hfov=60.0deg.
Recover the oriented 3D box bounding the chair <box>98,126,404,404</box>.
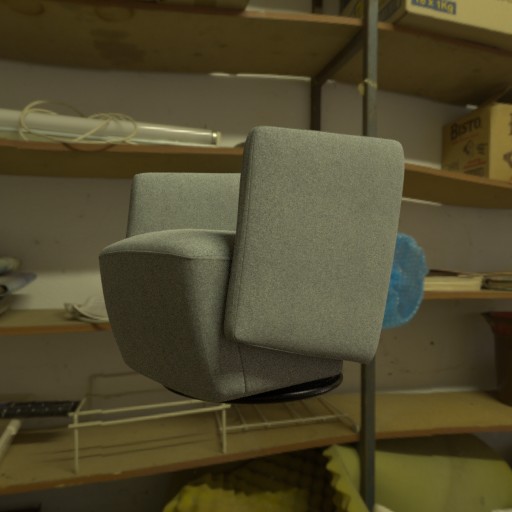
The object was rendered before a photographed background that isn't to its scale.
[{"bbox_3d":[0.000,0.000,1.592,0.986,0.861,0.822,1,-1,-38],"label":"chair"}]
